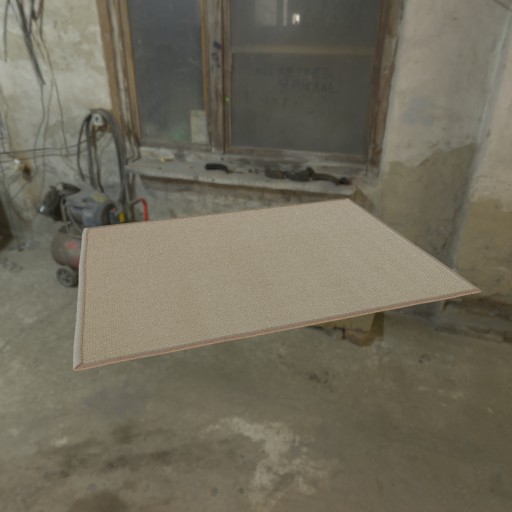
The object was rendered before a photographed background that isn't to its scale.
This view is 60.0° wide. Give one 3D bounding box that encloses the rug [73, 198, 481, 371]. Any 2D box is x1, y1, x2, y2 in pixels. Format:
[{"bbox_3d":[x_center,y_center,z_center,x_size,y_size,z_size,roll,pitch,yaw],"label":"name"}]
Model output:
[{"bbox_3d":[0.000,0.000,2.745,2.081,0.020,1.525,-8,28,-15],"label":"rug"}]
